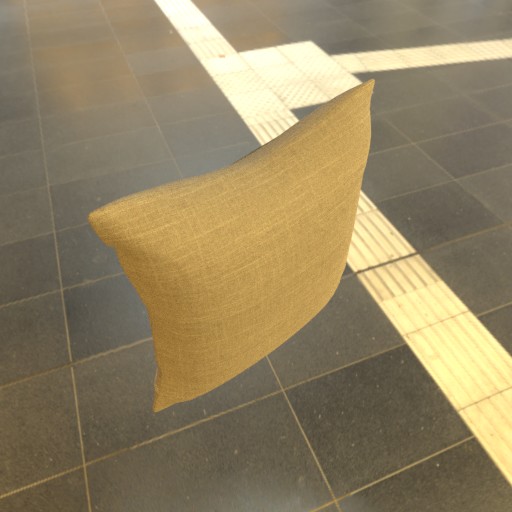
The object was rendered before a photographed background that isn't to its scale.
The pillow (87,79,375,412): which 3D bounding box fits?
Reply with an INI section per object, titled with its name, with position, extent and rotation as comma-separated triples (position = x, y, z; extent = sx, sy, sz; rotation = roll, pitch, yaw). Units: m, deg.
[pillow]
position = 0.000, 0.000, 0.634
extent = 0.424, 0.400, 0.169
rotation = -33, 55, -27
